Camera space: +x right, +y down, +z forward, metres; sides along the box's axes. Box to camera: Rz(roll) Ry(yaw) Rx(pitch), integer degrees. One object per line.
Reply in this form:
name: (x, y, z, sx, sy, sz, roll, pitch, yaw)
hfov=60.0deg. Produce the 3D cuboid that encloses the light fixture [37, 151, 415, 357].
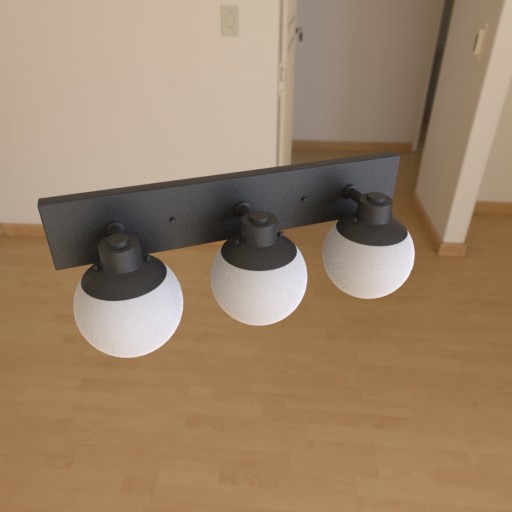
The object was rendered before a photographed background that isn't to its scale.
light fixture: (0.000, 0.000, 0.852, 0.721, 0.263, 0.218, -11, 34, -17)
